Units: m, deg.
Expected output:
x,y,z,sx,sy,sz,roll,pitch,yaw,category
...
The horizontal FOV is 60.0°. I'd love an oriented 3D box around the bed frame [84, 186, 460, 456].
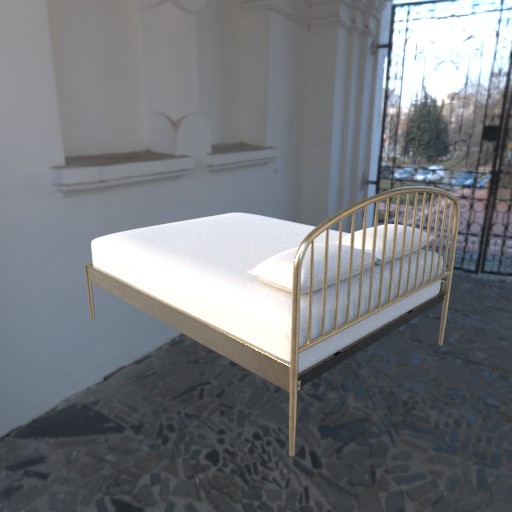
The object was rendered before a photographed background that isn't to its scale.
x,y,z,sx,sy,sz,roll,pitch,yaw,category
0.000,0.000,3.171,1.612,1.175,2.152,-15,22,-42,bed frame
